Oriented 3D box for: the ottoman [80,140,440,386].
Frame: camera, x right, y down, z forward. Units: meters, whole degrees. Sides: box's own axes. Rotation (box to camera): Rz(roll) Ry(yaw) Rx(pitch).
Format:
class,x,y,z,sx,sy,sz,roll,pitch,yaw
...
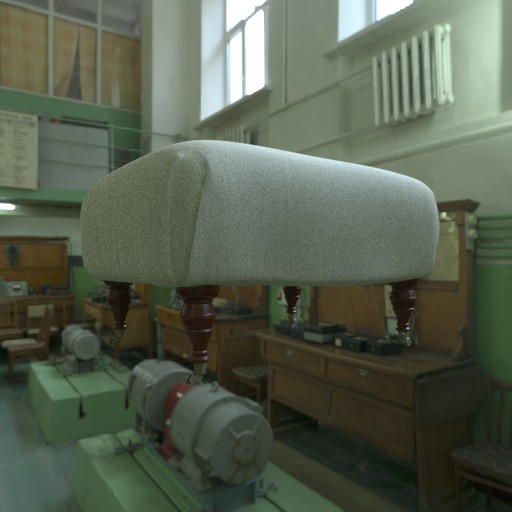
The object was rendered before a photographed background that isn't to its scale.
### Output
class,x,y,z,sx,sy,sz,roll,pitch,yaw
ottoman,0.000,0.000,1.121,0.747,0.450,0.622,0,0,-35
